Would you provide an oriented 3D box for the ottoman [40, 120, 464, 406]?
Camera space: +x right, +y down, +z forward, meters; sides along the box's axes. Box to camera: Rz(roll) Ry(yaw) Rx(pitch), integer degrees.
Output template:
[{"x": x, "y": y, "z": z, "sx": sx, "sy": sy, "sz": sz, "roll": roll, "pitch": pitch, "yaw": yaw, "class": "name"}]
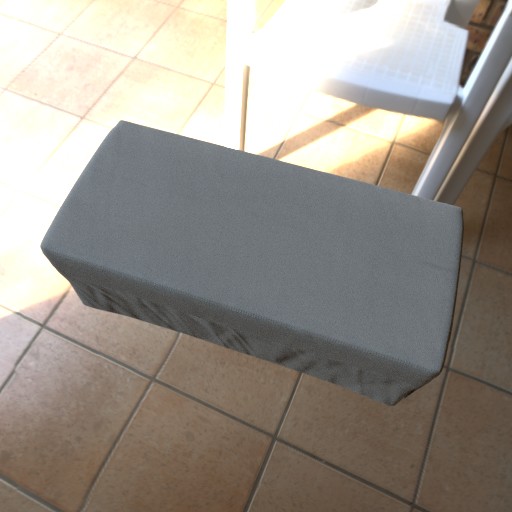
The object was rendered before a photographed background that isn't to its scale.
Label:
[{"x": 0.000, "y": 0.000, "z": 1.693, "sx": 1.388, "sy": 0.457, "sz": 0.665, "roll": 16, "pitch": 64, "yaw": 8, "class": "ottoman"}]
